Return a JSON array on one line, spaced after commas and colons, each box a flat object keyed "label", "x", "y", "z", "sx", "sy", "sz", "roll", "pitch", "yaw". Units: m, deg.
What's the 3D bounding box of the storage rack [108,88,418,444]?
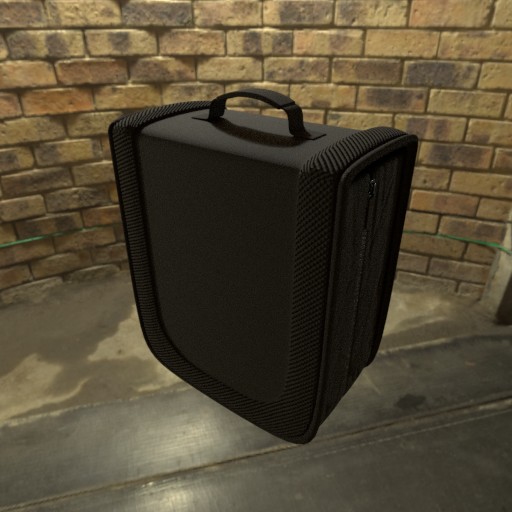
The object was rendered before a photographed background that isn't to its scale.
[{"label": "storage rack", "x": 0.000, "y": 0.000, "z": 0.545, "sx": 0.297, "sy": 0.387, "sz": 0.168, "roll": 20, "pitch": 35, "yaw": 32}]
